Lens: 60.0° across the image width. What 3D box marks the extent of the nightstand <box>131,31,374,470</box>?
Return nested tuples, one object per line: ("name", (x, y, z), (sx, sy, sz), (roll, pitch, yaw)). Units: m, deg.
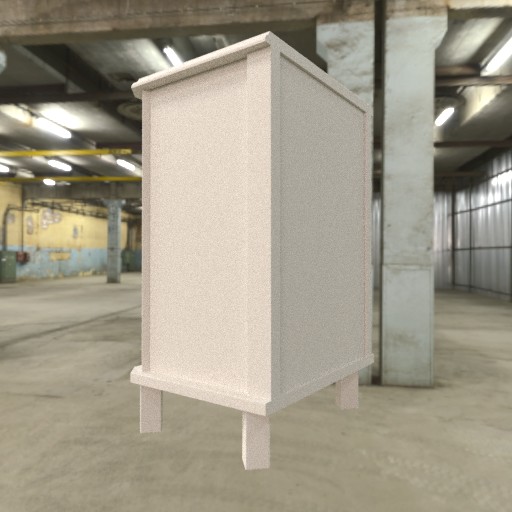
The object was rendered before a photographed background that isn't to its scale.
("nightstand", (0.000, 0.000, 0.942), (0.351, 0.681, 0.435), (0, -1, 36))
